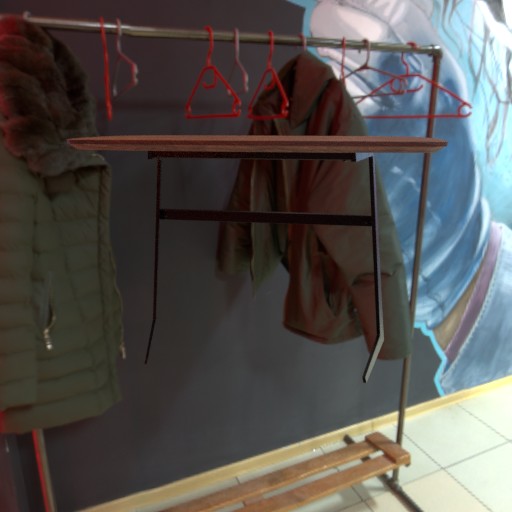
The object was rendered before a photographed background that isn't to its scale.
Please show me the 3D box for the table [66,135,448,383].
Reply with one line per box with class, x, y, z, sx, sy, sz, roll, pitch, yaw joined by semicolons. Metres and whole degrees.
table;0.000;0.000;1.117;0.804;0.576;0.361;3;17;8
